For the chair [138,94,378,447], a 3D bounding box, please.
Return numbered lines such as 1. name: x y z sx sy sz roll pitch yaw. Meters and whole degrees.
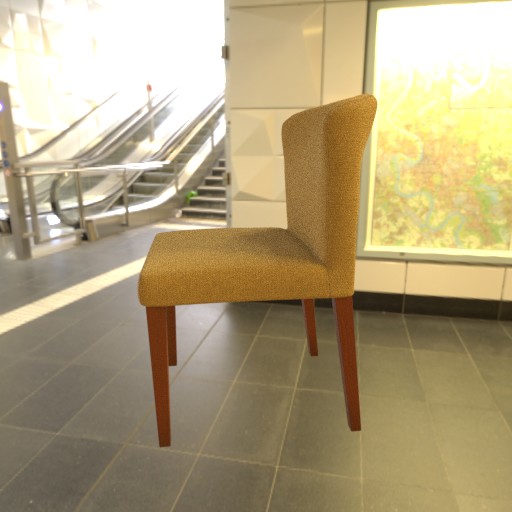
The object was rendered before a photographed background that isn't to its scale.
1. chair: 0.000 0.000 1.220 0.589 0.839 0.491 -2 15 -7
